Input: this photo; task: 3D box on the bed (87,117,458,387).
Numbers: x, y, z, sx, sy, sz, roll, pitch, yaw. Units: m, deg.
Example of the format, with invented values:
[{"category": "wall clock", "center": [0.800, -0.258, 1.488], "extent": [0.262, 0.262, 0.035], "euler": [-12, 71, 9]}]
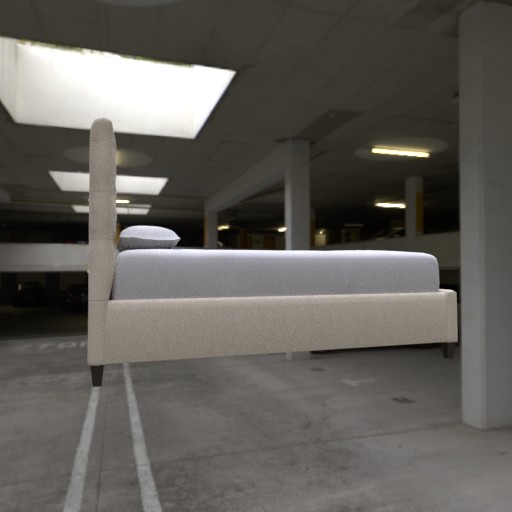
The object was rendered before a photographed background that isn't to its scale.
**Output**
[{"category": "bed", "center": [0.000, 0.000, 3.475], "extent": [2.387, 1.427, 1.698], "euler": [0, -1, -18]}]
